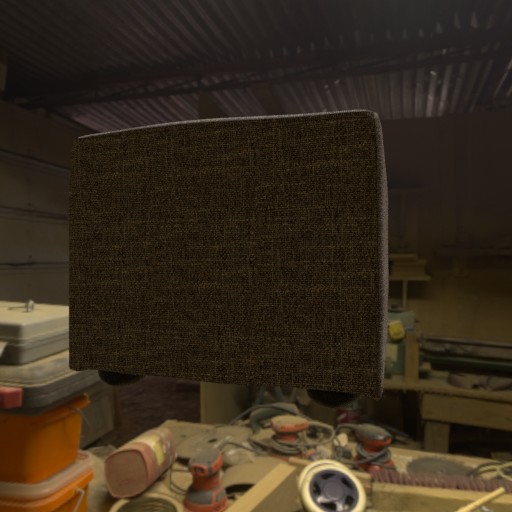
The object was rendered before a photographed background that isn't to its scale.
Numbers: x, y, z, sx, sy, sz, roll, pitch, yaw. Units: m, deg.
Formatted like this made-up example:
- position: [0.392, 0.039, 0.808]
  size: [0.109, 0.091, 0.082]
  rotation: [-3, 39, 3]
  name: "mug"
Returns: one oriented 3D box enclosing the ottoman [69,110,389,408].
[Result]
- position: [0.000, 0.000, 0.902]
  size: [0.512, 0.453, 0.521]
  rotation: [0, 0, 17]
  name: "ottoman"
